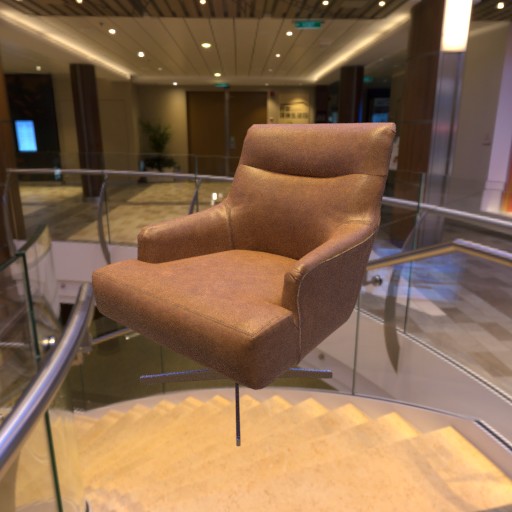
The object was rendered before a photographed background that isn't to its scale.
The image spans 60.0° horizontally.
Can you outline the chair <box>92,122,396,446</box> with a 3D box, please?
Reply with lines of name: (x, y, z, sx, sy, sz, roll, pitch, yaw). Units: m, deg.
chair: (0.000, 0.000, 1.504, 0.729, 0.869, 0.874, 14, 21, 40)
